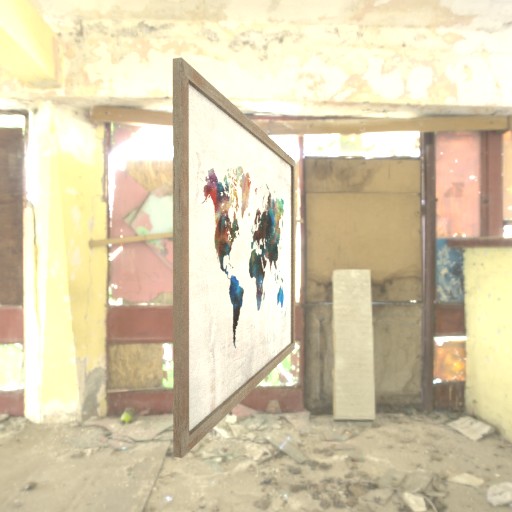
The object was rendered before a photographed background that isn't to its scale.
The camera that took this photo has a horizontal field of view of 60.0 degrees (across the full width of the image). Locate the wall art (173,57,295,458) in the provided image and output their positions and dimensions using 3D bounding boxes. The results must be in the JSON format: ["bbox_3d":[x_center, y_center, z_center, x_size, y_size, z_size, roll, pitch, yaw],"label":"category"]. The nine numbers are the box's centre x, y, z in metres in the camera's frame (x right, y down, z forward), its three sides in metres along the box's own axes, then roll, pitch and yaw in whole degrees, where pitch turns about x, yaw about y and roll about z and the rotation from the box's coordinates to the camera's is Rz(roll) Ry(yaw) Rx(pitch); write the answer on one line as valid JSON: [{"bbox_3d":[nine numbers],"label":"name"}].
[{"bbox_3d":[0.000,0.000,1.341,0.019,0.774,1.012,0,1,17],"label":"wall art"}]
